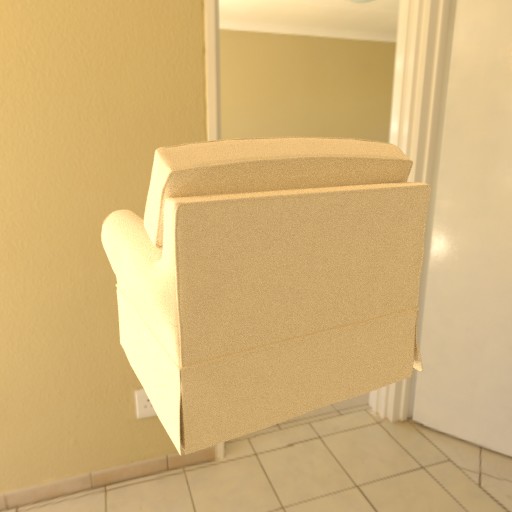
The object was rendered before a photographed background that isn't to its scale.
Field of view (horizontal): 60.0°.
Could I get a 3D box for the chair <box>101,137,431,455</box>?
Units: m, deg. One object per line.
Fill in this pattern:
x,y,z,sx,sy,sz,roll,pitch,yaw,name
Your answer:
0.000,0.000,1.843,1.099,0.958,0.904,-8,17,-27,chair
